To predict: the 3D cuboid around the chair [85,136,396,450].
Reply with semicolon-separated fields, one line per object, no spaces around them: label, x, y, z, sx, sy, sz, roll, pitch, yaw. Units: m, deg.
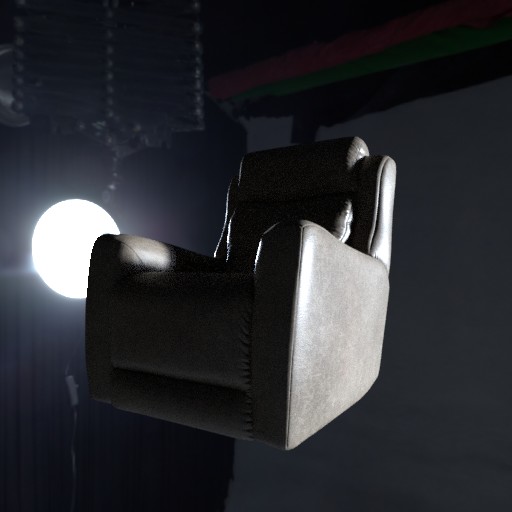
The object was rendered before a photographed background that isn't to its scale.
chair;0.000;0.000;1.872;0.967;1.116;1.068;-1;-1;34
